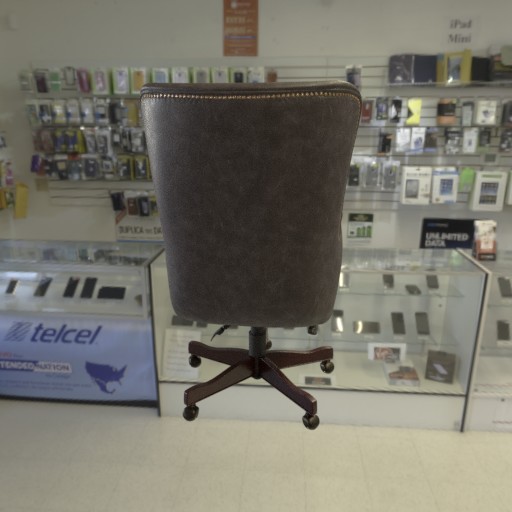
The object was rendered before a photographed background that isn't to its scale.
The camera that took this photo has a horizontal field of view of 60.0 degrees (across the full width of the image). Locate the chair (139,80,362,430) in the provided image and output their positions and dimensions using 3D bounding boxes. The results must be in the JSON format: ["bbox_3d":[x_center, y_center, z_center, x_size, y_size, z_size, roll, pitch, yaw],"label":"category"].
[{"bbox_3d":[0.000,0.000,1.480,0.594,1.037,0.717,2,16,7],"label":"chair"}]
